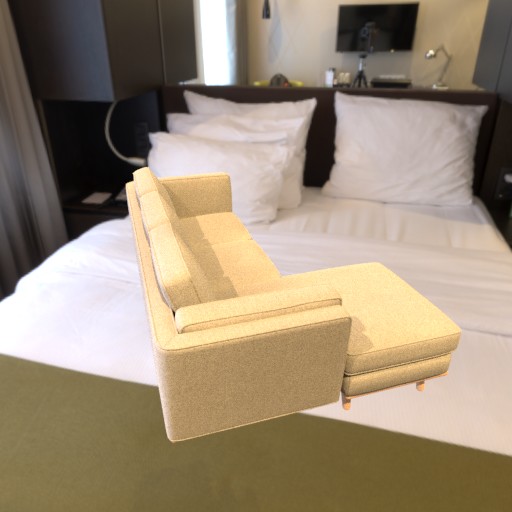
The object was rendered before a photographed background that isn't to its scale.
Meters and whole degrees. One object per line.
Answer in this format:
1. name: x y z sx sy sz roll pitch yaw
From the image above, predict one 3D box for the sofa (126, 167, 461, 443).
1. sofa: 0.000 0.000 3.122 1.604 0.929 2.411 -8 28 -16
